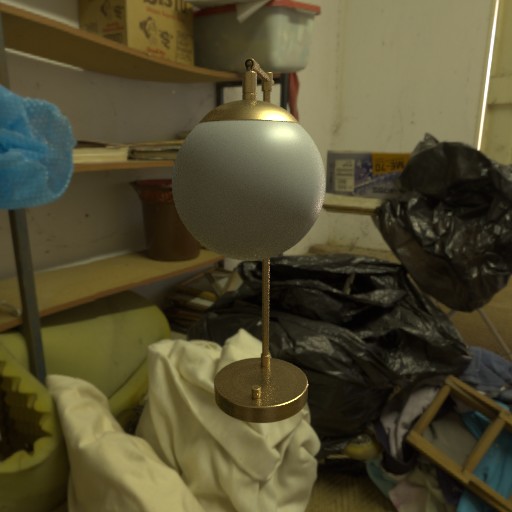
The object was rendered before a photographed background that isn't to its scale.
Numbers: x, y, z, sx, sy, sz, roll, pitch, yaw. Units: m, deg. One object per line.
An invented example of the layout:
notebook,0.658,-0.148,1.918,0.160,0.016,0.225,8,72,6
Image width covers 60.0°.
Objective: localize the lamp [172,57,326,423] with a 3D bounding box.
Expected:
lamp,0.000,0.000,0.690,0.207,0.559,0.324,2,15,9
